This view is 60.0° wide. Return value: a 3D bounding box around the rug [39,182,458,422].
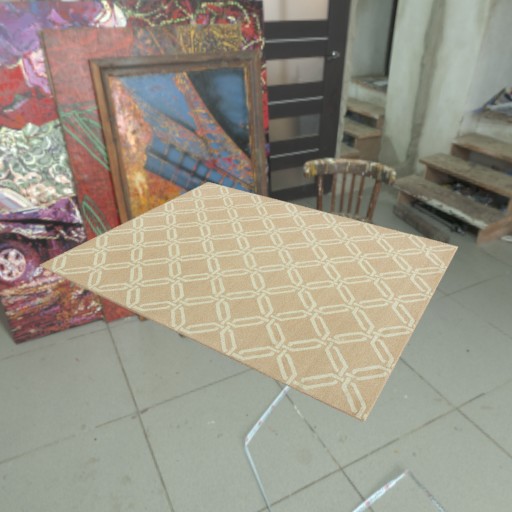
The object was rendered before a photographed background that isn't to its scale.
[{"bbox_3d":[0.000,0.000,3.888,2.895,0.018,2.288,19,36,28],"label":"rug"}]
